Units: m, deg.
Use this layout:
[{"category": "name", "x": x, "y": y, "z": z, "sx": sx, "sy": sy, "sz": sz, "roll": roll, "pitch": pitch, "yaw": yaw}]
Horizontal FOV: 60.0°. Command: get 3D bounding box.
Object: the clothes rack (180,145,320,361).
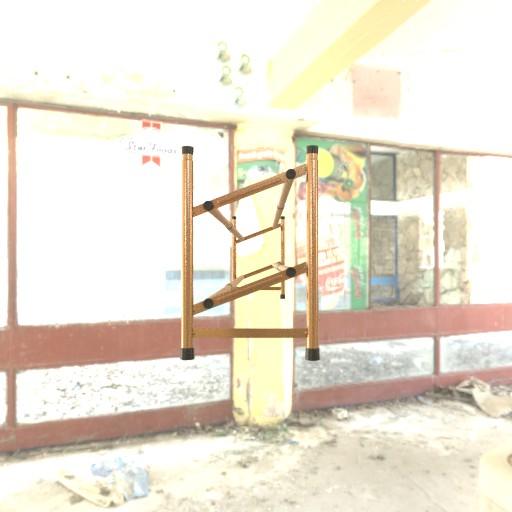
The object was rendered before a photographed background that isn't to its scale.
[{"category": "clothes rack", "x": 0.000, "y": 0.000, "z": 1.297, "sx": 0.229, "sy": 0.349, "sz": 1.168, "roll": 0, "pitch": -1, "yaw": 1}]
